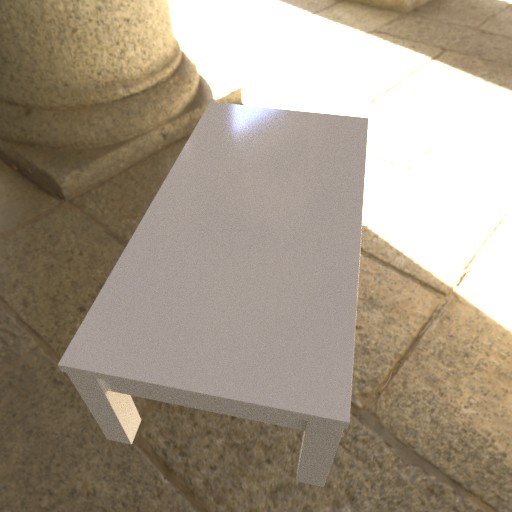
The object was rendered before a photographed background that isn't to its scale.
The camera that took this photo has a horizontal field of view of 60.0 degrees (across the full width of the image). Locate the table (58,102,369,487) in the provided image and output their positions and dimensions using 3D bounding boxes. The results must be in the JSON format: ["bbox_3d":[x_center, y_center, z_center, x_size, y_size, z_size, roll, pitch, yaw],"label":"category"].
[{"bbox_3d":[0.000,0.000,1.648,0.700,0.470,1.350,9,47,8],"label":"table"}]
